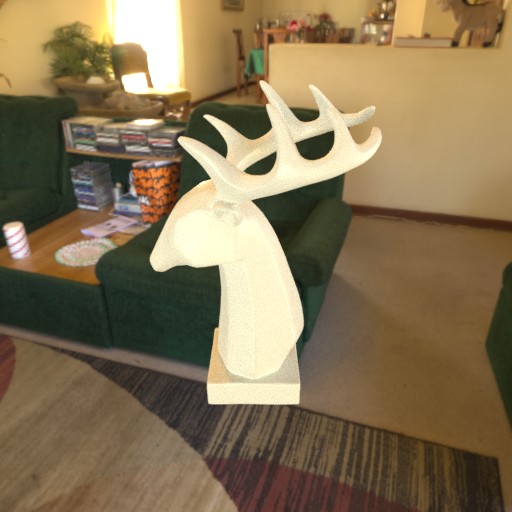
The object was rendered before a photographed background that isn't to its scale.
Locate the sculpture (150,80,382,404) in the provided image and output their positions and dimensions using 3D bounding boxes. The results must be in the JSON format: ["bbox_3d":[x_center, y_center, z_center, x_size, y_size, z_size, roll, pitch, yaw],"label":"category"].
[{"bbox_3d":[0.000,0.000,0.467,0.224,0.329,0.174,0,28,0],"label":"sculpture"}]
